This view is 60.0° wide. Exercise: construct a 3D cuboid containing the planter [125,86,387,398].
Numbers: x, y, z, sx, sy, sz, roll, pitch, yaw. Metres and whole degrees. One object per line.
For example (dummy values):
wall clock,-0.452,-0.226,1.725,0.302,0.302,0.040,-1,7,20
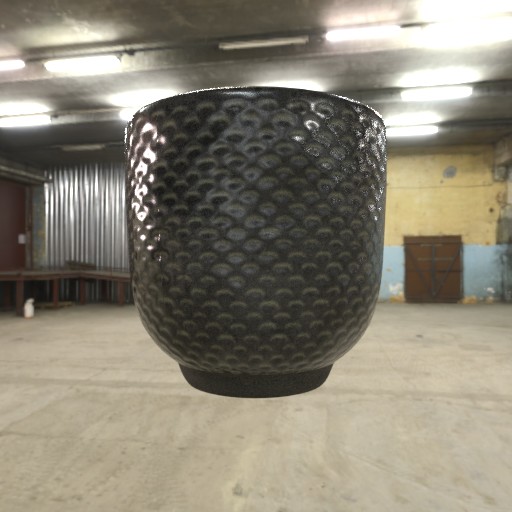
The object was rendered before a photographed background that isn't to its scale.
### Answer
planter,0.000,0.000,0.345,0.197,0.191,0.197,0,-1,0
